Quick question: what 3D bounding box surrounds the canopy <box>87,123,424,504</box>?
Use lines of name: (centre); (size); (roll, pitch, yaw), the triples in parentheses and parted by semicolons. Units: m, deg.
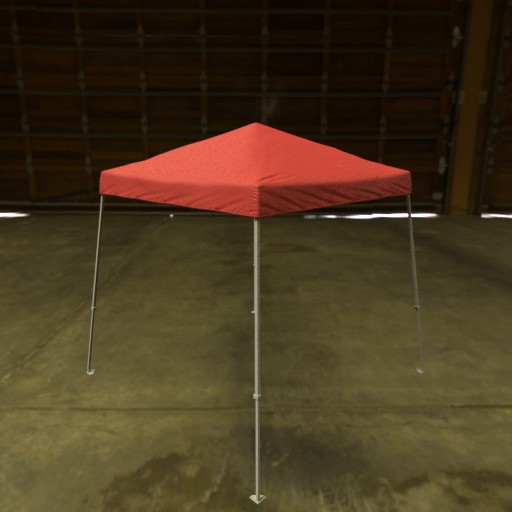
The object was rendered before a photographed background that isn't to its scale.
canopy: (0.000, 0.000, 4.943); (2.848, 2.849, 2.849); (13, 19, 43)
